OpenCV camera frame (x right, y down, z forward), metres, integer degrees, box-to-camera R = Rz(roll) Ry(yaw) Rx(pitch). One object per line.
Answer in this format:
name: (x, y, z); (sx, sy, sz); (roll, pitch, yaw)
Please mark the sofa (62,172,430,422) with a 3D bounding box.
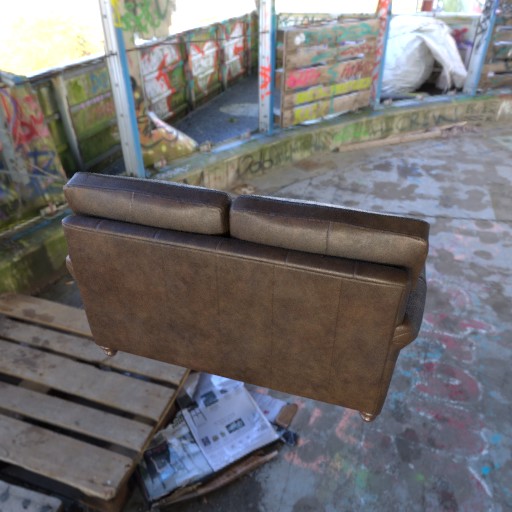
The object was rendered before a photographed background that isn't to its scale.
sofa: (0.000, 0.000, 2.254); (1.616, 0.976, 0.990); (10, 35, 14)
